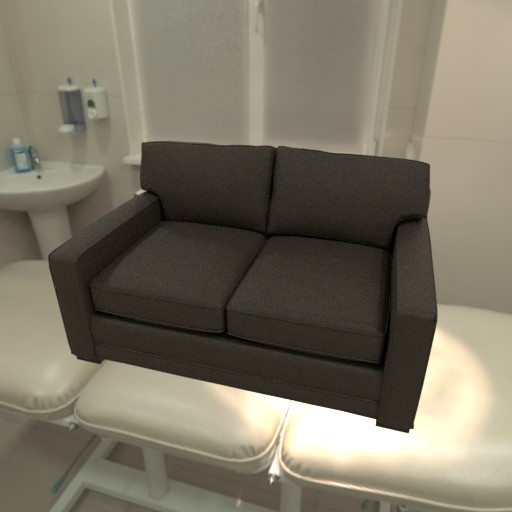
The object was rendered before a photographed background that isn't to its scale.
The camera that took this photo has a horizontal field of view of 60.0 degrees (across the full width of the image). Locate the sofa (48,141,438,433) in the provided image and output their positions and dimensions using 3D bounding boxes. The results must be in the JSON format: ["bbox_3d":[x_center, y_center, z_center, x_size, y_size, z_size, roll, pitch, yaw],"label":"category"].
[{"bbox_3d":[0.000,0.000,2.094,1.534,0.887,0.974,8,29,15],"label":"sofa"}]
